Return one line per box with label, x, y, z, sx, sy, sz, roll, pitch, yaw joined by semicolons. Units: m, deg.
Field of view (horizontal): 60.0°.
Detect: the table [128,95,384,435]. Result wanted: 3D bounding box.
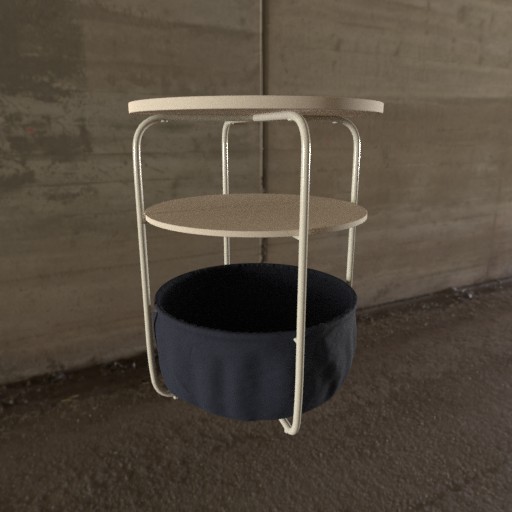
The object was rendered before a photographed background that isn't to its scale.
table;0.000;0.000;0.825;0.418;0.532;0.418;7;17;25
